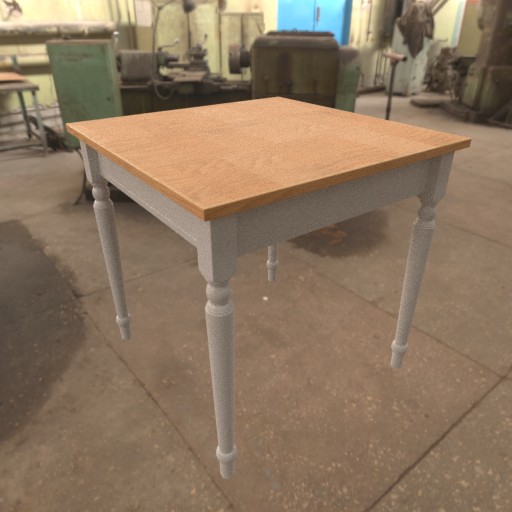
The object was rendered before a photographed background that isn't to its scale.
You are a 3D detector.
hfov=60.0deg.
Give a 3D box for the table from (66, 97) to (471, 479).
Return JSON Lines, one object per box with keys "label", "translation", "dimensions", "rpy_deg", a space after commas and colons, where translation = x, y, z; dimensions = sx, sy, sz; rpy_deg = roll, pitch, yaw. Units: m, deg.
{"label": "table", "translation": [0.000, 0.000, 1.319], "dimensions": [0.747, 0.738, 0.747], "rpy_deg": [-19, 34, -31]}
